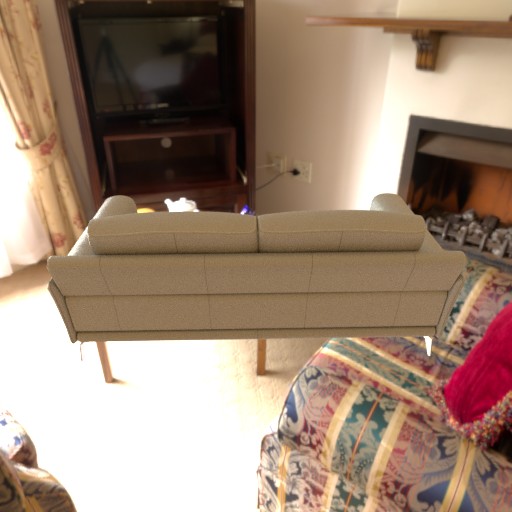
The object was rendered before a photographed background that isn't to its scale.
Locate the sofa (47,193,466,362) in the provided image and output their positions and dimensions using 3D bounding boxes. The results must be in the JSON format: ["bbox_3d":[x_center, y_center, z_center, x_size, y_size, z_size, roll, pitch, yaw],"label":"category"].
[{"bbox_3d":[0.000,0.000,2.680,2.101,0.930,1.049,-1,30,-1],"label":"sofa"}]
